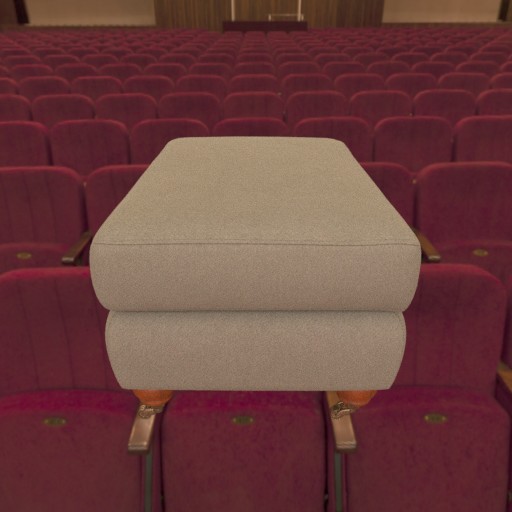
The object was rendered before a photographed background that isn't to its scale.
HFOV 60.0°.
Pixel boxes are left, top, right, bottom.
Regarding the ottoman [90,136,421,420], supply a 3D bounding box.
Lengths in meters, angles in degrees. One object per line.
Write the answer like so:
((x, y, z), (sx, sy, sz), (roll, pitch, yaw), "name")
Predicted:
((0.000, 0.000, 1.133), (0.569, 0.499, 0.773), (0, 27, 0), "ottoman")
